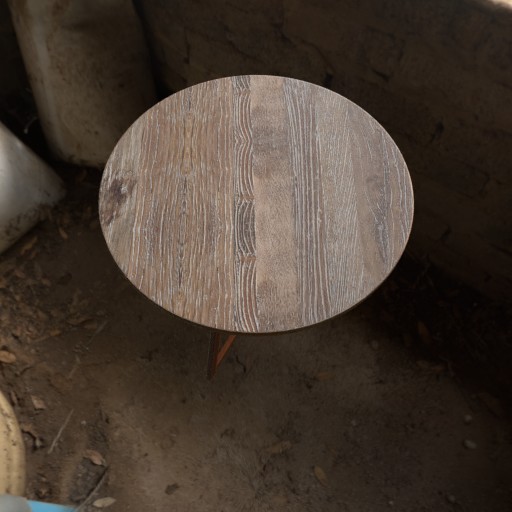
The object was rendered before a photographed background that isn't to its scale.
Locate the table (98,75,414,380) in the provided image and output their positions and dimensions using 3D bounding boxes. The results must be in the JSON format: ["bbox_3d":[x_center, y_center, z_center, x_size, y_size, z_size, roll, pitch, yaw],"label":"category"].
[{"bbox_3d":[0.000,0.000,0.930,0.500,0.500,0.500,0,62,0],"label":"table"}]
